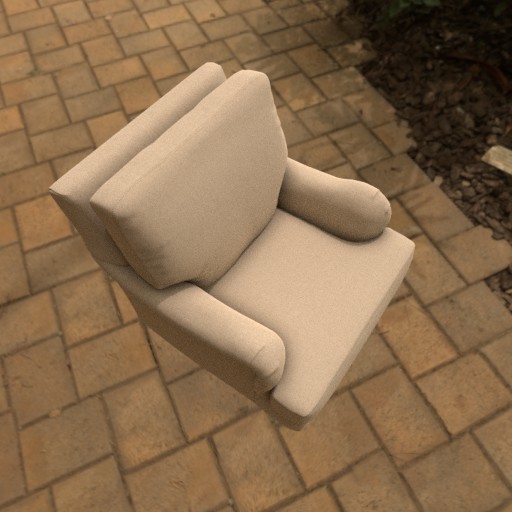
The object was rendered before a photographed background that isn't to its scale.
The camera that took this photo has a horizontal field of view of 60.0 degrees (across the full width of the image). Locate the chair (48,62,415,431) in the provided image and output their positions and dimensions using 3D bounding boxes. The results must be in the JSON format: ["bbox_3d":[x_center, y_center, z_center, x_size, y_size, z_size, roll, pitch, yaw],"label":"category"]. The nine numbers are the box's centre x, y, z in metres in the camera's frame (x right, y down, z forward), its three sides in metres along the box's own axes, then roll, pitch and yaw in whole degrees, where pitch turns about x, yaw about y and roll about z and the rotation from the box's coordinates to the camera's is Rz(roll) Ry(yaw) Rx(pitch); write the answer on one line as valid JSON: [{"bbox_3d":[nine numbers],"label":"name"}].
[{"bbox_3d":[0.000,0.000,1.811,1.078,1.076,0.895,31,63,18],"label":"chair"}]
